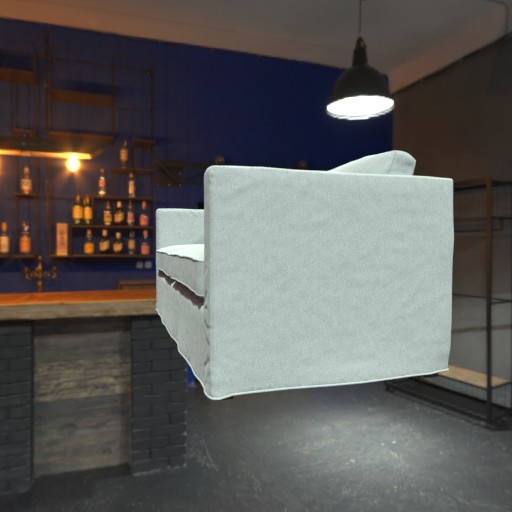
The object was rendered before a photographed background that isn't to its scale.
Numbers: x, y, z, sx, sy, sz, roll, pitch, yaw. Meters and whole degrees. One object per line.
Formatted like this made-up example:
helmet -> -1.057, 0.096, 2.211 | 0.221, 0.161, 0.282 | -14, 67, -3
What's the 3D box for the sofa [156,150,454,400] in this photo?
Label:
sofa -> 0.000, 0.000, 2.422 | 0.940, 0.870, 1.987 | -1, 2, -17
